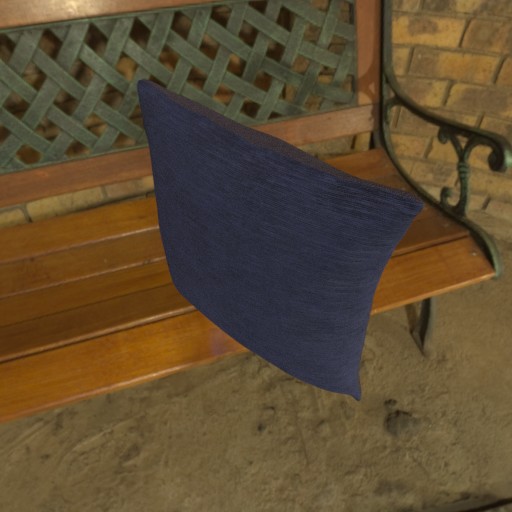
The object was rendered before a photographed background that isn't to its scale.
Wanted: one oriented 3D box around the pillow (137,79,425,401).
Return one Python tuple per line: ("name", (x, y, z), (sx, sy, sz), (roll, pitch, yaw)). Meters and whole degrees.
("pillow", (0.000, 0.000, 0.702), (0.452, 0.439, 0.204), (31, 53, 26))
